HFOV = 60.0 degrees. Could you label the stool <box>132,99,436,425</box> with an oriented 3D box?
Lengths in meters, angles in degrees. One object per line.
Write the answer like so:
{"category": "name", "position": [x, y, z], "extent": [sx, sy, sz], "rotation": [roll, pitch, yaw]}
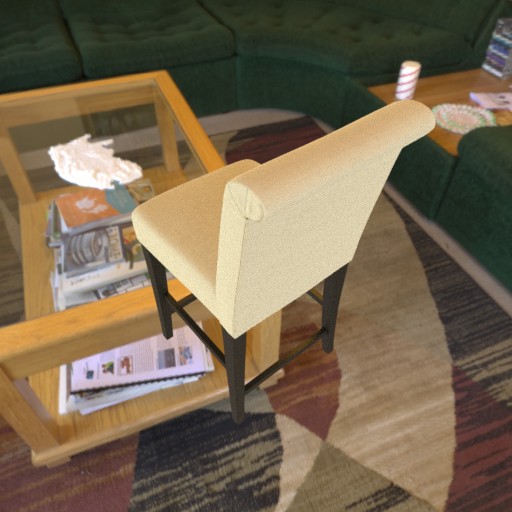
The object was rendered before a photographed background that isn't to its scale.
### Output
{"category": "stool", "position": [0.000, 0.000, 1.259], "extent": [0.452, 0.976, 0.597], "rotation": [-30, 53, -27]}
